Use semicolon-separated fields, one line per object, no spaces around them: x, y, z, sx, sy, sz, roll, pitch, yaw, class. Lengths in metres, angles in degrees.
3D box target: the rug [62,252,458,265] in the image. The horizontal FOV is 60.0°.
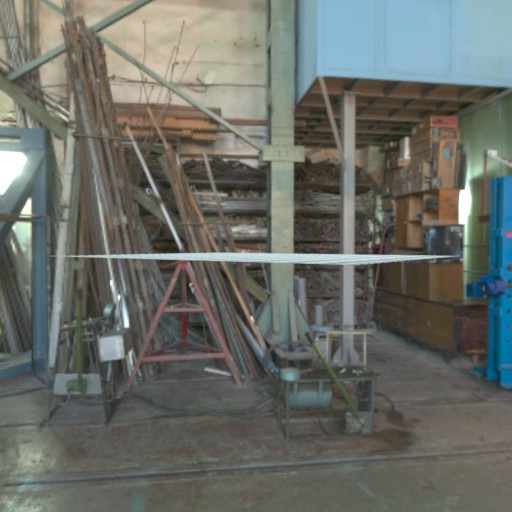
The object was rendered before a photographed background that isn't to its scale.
0.000;0.000;4.307;3.201;0.005;2.439;1;2;37;rug
